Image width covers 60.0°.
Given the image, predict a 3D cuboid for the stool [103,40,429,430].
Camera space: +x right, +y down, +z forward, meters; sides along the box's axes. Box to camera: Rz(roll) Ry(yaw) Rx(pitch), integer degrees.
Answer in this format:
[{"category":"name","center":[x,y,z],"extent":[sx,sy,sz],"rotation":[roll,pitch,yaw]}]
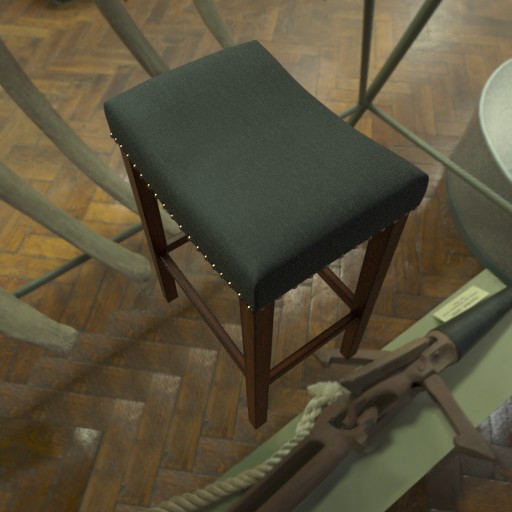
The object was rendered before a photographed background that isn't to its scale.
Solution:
[{"category":"stool","center":[0.000,0.000,1.041],"extent":[0.366,0.760,0.502],"rotation":[-31,62,-19]}]
